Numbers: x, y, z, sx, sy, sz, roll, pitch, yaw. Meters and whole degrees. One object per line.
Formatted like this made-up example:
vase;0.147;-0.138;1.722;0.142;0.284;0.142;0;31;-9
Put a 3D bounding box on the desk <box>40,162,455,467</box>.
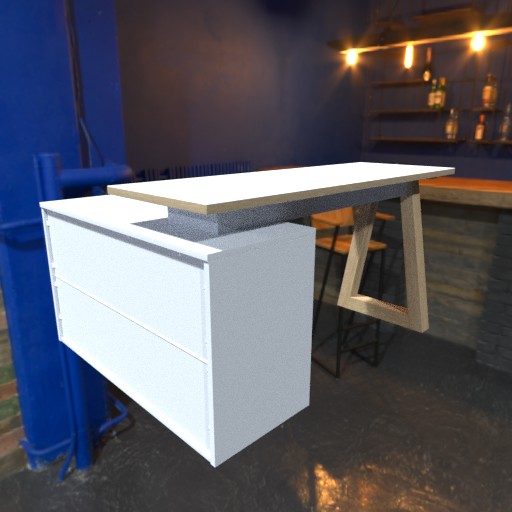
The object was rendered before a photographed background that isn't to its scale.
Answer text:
desk;0.000;0.000;1.977;1.404;0.755;1.098;-15;22;-42
